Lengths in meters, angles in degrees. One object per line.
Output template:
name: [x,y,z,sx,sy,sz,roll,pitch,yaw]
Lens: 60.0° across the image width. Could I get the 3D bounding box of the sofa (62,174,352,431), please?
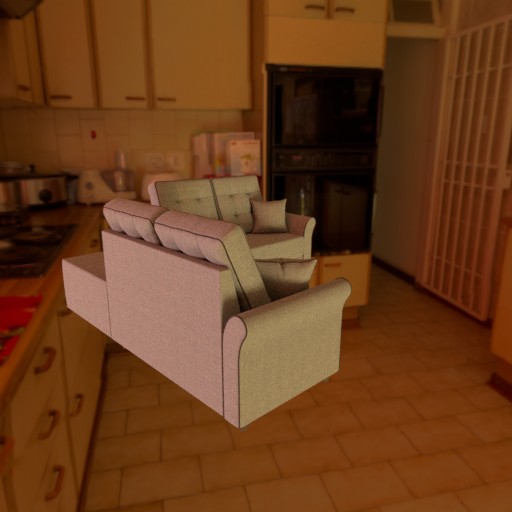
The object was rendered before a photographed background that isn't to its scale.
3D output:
sofa: [0.000,0.000,3.267,2.070,0.988,2.068,-14,21,-42]
